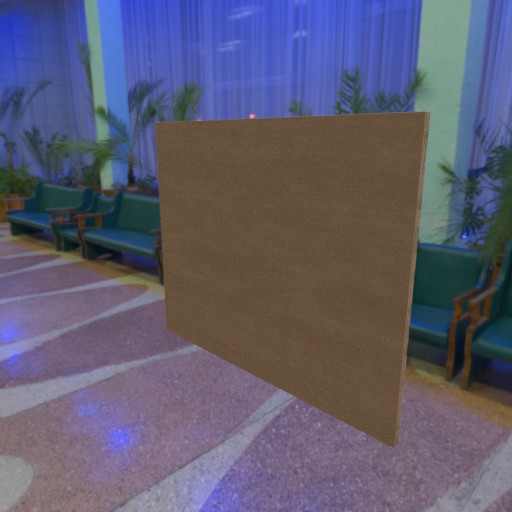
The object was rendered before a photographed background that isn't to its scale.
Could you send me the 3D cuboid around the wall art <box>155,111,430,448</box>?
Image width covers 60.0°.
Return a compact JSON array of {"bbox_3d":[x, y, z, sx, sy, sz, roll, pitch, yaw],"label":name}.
[{"bbox_3d":[0.000,0.000,0.689,0.012,0.408,0.508,-15,21,-43],"label":"wall art"}]
